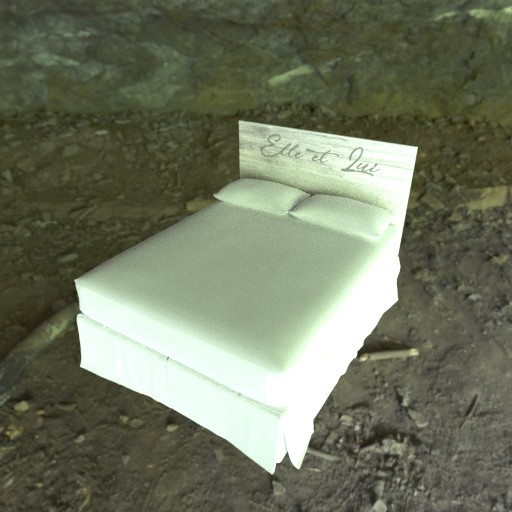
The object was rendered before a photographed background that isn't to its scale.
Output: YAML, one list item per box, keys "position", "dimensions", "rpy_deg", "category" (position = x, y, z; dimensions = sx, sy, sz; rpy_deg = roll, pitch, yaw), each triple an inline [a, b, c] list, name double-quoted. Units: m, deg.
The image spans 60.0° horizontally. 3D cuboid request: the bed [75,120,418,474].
- position: [0.000, 0.000, 3.218]
  dimensions: [1.745, 1.335, 2.094]
  rpy_deg: [18, 34, 28]
  category: "bed"
